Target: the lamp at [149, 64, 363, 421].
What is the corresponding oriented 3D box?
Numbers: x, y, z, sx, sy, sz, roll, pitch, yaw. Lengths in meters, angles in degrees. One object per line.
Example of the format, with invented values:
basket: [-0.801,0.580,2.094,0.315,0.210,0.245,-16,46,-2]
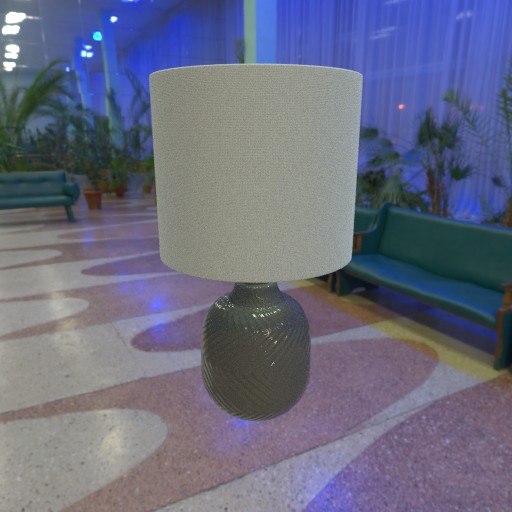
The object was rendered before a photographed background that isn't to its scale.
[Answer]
lamp: [0.000,0.000,0.489,0.207,0.366,0.207,-8,18,-26]
